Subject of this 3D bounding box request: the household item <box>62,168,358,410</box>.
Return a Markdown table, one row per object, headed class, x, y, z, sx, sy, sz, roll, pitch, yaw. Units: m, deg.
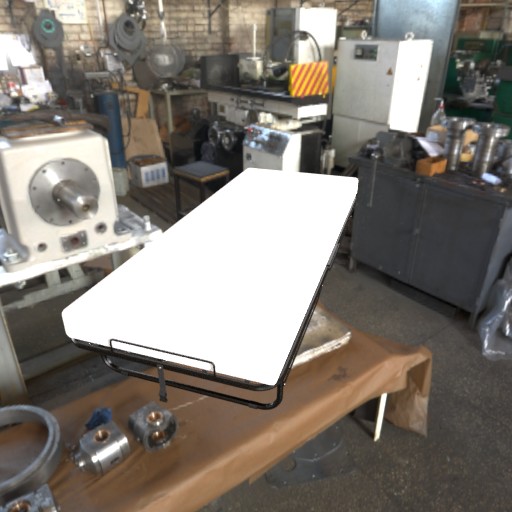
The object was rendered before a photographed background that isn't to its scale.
| class | x | y | z | sx | sy | sz | roll | pitch | yaw |
| --- | --- | --- | --- | --- | --- | --- | --- | --- | --- |
| household item | 0.000 | 0.000 | 2.220 | 0.787 | 0.356 | 1.905 | 9 | 28 | 17 |
